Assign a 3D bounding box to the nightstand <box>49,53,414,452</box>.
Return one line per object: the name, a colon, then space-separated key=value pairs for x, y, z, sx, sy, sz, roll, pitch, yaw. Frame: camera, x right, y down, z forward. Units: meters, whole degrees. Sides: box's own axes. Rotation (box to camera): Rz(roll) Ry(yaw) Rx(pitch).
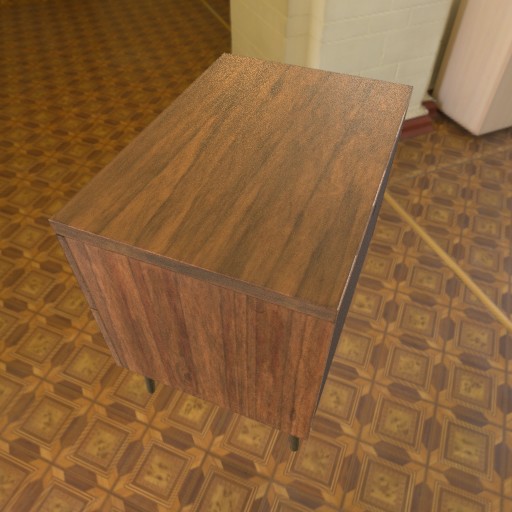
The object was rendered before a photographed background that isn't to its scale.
nightstand: x=0.000 y=0.000 z=1.008 sx=0.458 sy=0.610 sz=0.610 roll=17 pitch=50 yaw=15
